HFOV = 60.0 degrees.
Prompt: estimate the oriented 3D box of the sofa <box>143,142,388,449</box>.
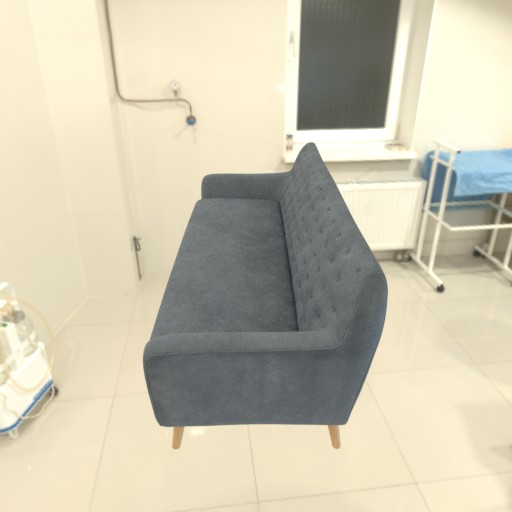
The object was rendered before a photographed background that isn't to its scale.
[{"bbox_3d":[0.000,0.000,2.374,0.841,0.832,1.975,0,27,0],"label":"sofa"}]
